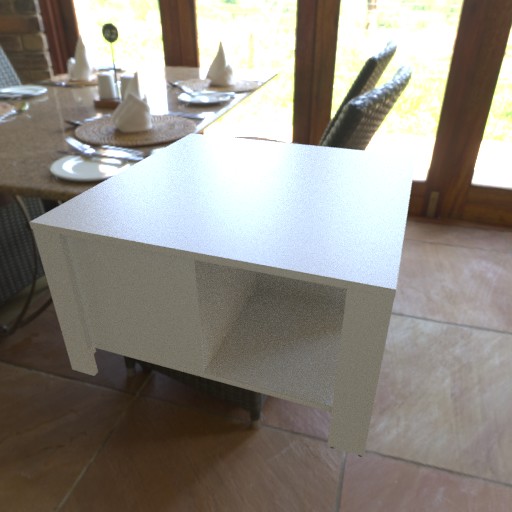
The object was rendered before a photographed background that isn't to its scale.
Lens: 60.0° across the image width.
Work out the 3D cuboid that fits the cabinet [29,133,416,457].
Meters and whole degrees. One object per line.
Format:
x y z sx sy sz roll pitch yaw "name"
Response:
0.000 0.000 1.323 0.800 0.460 0.800 10 32 17 "cabinet"
